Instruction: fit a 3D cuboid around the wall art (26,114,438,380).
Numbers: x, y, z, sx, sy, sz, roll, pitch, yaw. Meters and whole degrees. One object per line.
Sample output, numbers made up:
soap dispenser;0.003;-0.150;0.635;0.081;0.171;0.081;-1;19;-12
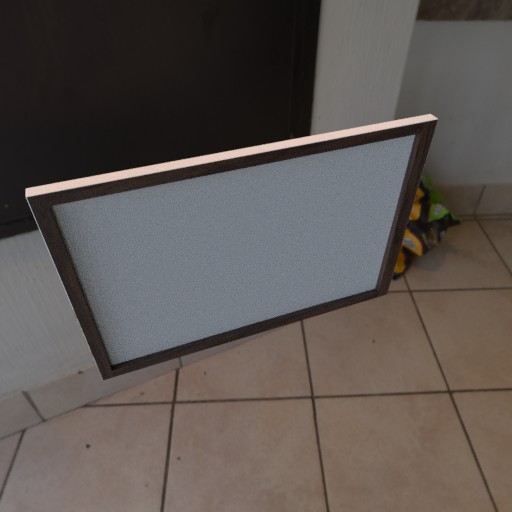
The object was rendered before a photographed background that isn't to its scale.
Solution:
wall art;0.000;0.000;1.908;1.520;1.016;0.051;-14;44;-15
